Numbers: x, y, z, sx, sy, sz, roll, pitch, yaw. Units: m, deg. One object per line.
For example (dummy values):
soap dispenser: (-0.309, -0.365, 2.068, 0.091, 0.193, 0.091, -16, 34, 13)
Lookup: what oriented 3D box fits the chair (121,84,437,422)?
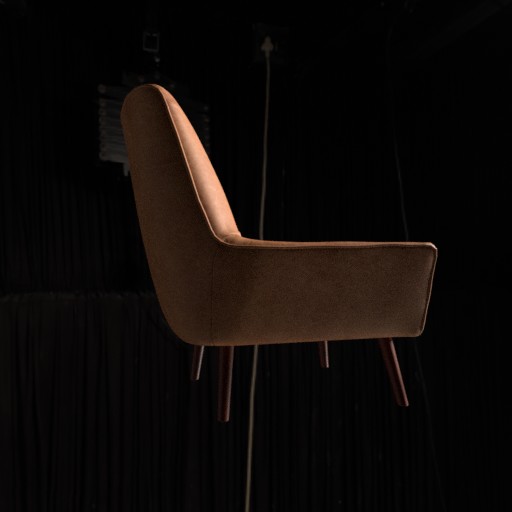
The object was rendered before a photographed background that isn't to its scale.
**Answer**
chair: (0.000, 0.000, 1.448, 0.851, 0.883, 0.753, 0, -1, -18)
